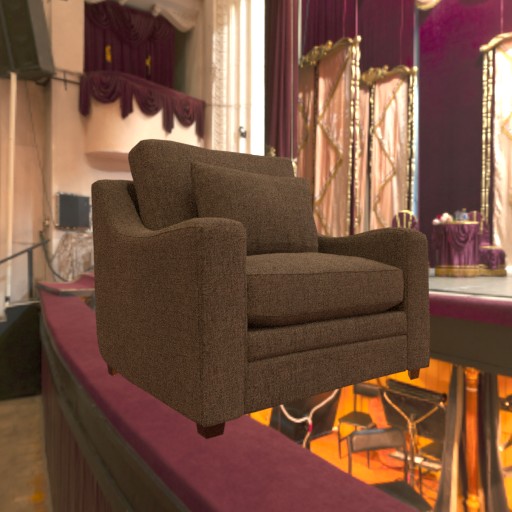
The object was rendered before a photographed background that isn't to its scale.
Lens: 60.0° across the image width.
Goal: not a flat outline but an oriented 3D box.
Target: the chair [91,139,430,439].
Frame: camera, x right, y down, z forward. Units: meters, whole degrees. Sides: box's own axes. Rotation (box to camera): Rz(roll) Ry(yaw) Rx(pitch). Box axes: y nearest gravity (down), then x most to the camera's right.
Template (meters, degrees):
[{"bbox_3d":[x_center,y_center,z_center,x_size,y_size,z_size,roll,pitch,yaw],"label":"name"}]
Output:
[{"bbox_3d":[0.000,0.000,1.936,1.138,1.037,1.009,0,1,-37],"label":"chair"}]
